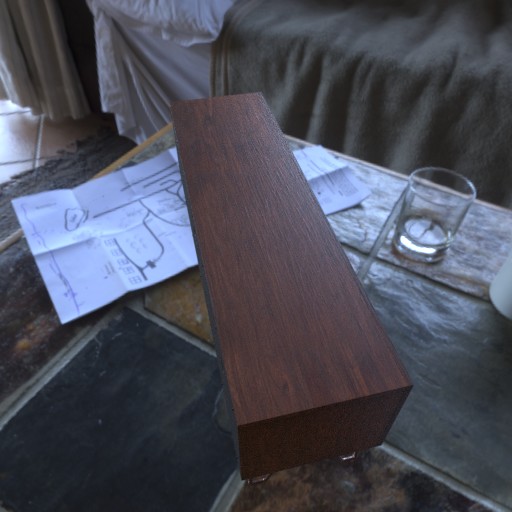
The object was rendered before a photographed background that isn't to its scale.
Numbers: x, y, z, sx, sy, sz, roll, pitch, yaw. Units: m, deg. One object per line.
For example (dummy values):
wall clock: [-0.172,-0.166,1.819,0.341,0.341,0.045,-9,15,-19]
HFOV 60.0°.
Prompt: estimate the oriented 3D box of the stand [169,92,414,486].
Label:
stand: [0.000,0.000,1.854,0.481,0.610,1.626,-10,47,-9]
